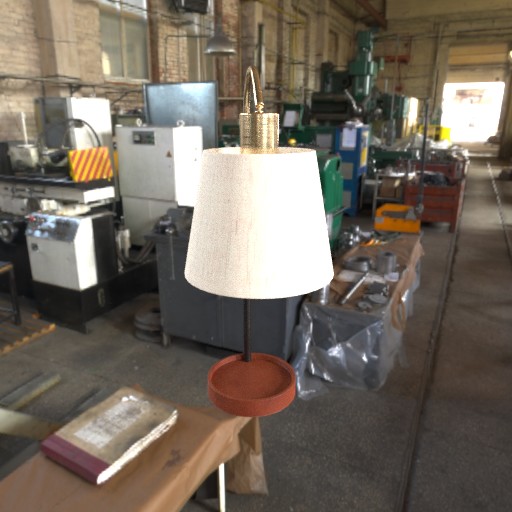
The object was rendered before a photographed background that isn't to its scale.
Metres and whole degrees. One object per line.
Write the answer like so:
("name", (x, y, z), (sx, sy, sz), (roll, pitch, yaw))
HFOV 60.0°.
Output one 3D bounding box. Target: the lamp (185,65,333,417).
("lamp", (0.000, 0.000, 0.661), (0.211, 0.536, 0.273), (-2, 17, -7))
